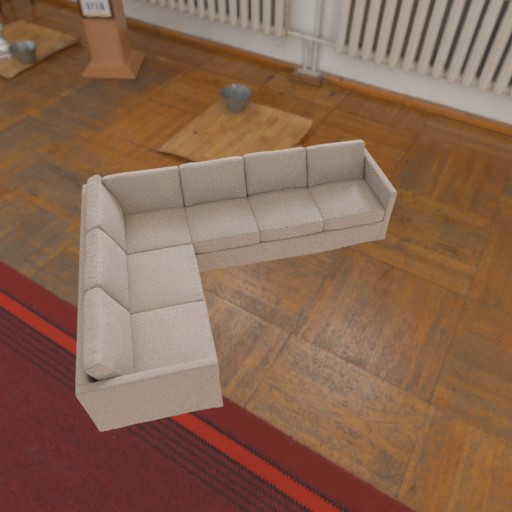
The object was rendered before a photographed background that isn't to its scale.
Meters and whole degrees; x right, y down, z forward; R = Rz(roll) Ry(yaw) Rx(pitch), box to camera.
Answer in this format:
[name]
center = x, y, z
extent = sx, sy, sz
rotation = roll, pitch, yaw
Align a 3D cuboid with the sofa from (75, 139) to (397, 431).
[sofa]
center = 0.000, 0.000, 4.298
extent = 3.182, 0.871, 2.432
rotation = -10, 48, -9
